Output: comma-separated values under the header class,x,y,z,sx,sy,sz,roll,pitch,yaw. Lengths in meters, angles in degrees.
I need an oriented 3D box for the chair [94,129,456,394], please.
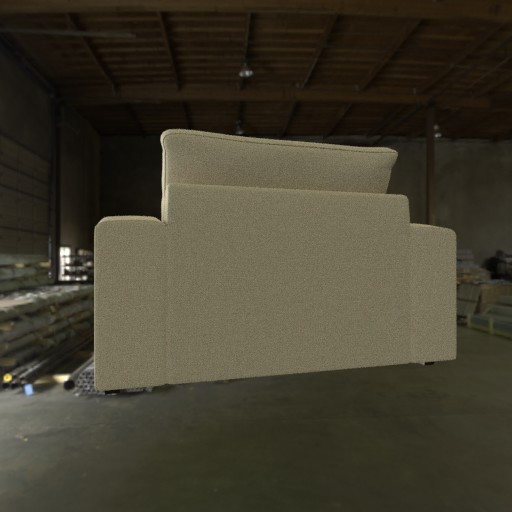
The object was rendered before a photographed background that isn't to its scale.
class,x,y,z,sx,sy,sz,roll,pitch,yaw
chair,0.000,0.000,2.091,1.398,0.915,1.039,0,0,-18
